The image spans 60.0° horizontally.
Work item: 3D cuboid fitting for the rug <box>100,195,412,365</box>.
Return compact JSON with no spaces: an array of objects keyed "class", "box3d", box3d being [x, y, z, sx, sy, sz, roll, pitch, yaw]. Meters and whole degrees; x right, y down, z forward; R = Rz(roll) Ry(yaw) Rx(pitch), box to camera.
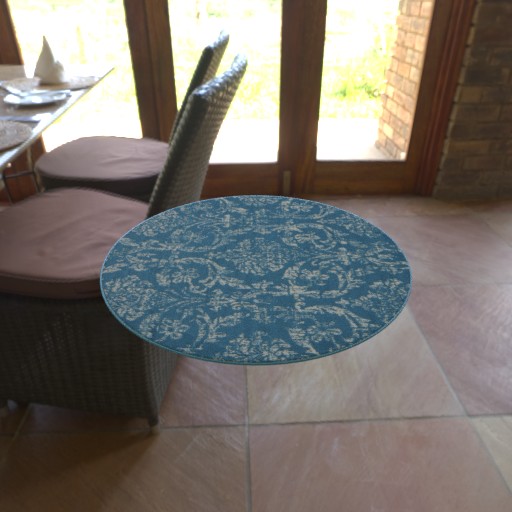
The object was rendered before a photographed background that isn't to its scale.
[{"class":"rug","box3d":[0.000,0.000,2.361,1.593,0.012,1.593,0,31,0]}]
